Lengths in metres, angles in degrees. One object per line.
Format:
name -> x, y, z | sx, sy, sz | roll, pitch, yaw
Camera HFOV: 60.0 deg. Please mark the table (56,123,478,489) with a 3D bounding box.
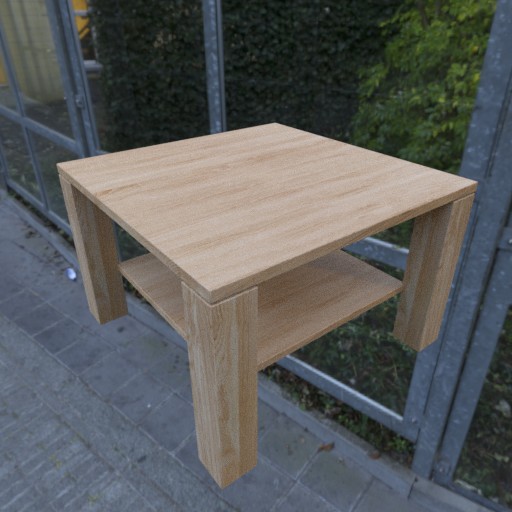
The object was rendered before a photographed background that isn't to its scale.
table -> 0.000, 0.000, 1.144 | 0.700, 0.450, 0.700 | -21, 36, -32
